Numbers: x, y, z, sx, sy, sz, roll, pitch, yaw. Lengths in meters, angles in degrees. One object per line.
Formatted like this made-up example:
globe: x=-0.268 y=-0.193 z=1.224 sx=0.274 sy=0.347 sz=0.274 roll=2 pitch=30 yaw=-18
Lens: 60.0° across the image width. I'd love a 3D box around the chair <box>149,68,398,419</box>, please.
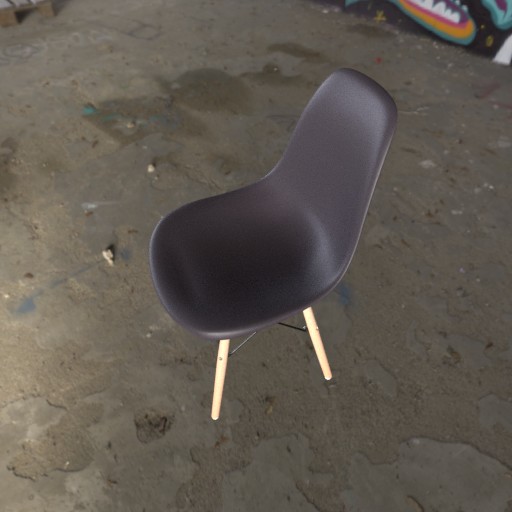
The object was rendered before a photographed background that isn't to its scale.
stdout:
chair: x=0.000 y=0.000 z=1.138 sx=0.533 sy=0.825 sz=0.470 roll=-15 pitch=47 yaw=-15
